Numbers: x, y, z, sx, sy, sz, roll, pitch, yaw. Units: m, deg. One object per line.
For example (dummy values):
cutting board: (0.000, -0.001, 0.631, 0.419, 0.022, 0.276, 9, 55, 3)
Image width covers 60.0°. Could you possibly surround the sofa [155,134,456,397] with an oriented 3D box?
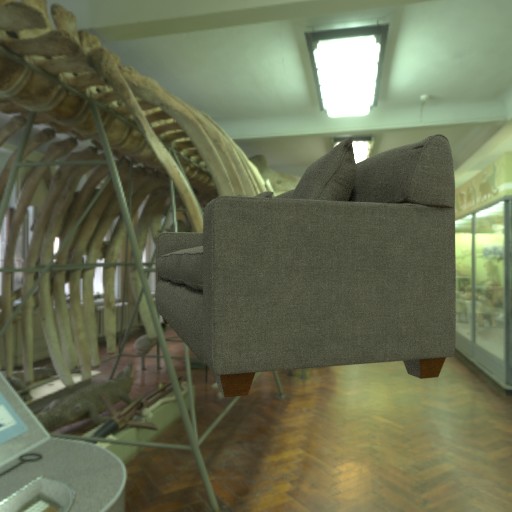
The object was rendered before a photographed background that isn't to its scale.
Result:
sofa: (0.000, 0.000, 2.487, 0.997, 0.958, 2.024, 0, -1, -18)
